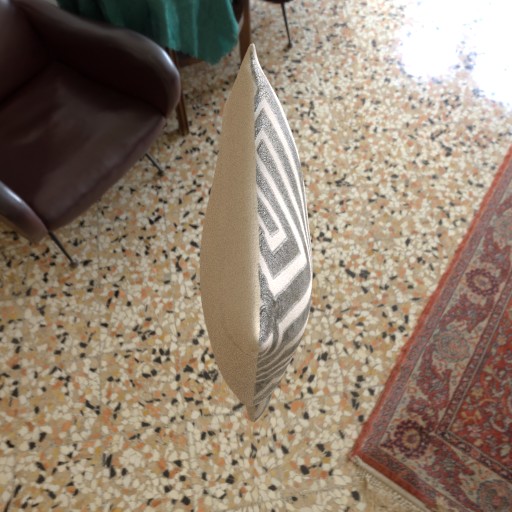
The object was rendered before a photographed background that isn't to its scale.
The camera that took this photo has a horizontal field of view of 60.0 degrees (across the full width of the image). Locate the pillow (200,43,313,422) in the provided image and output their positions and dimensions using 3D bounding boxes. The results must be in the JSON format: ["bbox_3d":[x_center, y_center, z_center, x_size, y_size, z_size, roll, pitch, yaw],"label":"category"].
[{"bbox_3d":[0.000,0.000,0.694,0.182,0.441,0.440,-1,63,0],"label":"pillow"}]
